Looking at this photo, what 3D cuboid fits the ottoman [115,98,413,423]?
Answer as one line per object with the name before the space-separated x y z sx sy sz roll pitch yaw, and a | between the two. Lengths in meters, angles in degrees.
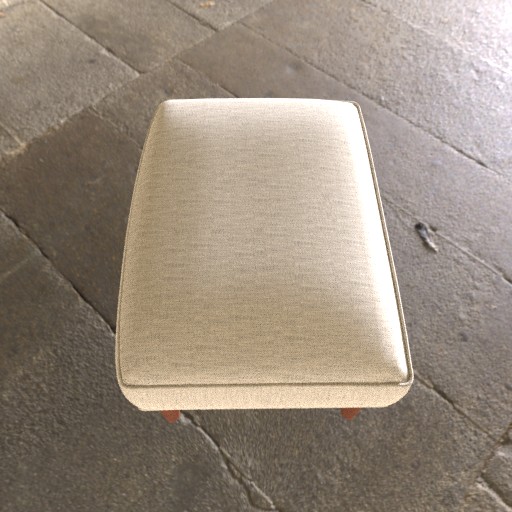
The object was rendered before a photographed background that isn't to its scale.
ottoman | 0.000 0.000 1.150 0.594 0.465 0.794 -1 59 0
